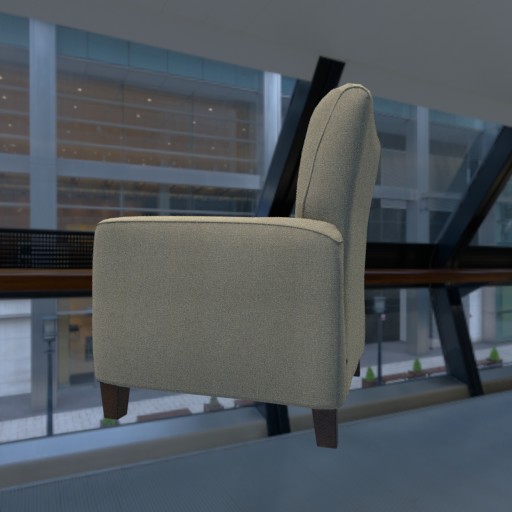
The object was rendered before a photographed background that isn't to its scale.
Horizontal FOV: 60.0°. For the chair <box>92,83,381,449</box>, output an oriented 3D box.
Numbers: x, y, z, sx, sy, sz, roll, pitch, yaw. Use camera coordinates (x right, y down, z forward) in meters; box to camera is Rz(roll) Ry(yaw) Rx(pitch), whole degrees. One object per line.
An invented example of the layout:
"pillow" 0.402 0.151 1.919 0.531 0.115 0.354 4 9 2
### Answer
"chair" 0.000 0.000 1.612 0.853 1.006 0.850 0 0 18
